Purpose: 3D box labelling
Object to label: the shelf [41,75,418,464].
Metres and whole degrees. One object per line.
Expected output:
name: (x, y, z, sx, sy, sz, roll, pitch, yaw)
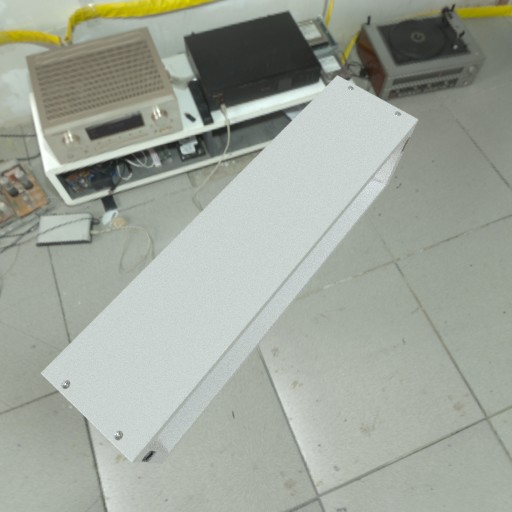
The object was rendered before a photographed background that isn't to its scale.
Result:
shelf: (0.000, 0.000, 0.672, 0.150, 0.170, 0.610, 36, 69, 16)
